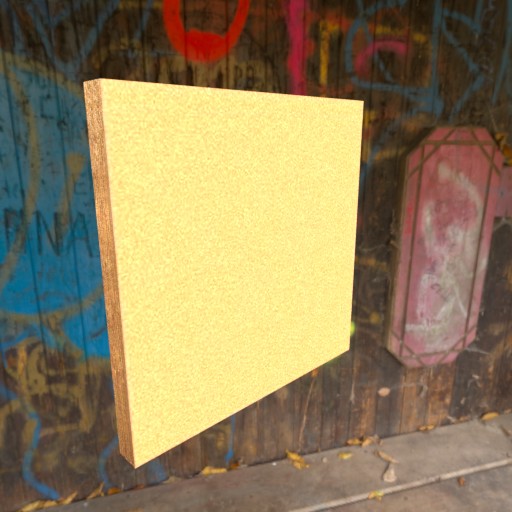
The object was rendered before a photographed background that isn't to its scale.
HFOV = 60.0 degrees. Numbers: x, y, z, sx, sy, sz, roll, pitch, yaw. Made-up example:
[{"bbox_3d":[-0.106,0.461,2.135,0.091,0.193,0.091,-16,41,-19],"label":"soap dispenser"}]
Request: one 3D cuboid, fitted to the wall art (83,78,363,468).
[{"bbox_3d":[0.000,0.000,0.584,0.406,0.403,0.039,-14,21,-42],"label":"wall art"}]
